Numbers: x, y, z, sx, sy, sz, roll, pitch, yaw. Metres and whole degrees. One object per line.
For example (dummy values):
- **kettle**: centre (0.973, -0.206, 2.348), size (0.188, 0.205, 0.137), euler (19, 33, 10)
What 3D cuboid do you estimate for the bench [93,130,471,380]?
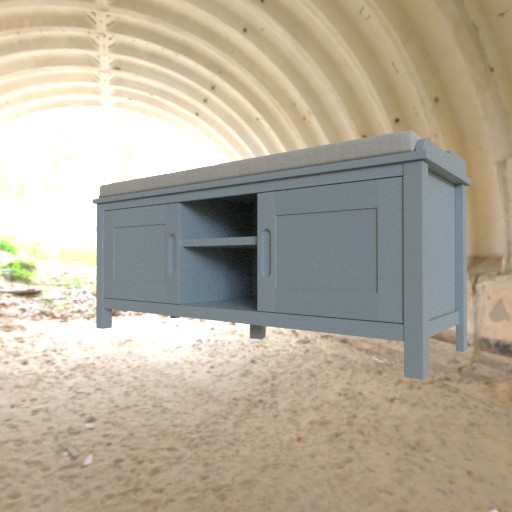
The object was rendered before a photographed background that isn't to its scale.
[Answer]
- **bench**: centre (0.000, 0.000, 1.367), size (1.140, 0.501, 0.398), euler (-1, -1, 37)
